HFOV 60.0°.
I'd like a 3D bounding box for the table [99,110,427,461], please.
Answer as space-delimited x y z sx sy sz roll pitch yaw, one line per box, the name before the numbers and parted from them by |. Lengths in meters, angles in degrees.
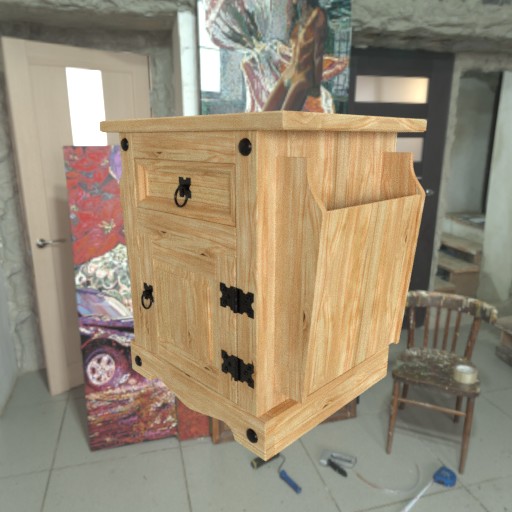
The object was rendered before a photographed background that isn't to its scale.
table | 0.000 0.000 0.878 0.380 0.515 0.530 -14 21 -43
